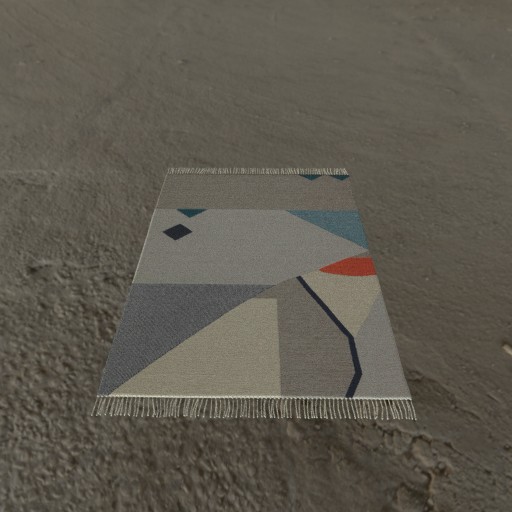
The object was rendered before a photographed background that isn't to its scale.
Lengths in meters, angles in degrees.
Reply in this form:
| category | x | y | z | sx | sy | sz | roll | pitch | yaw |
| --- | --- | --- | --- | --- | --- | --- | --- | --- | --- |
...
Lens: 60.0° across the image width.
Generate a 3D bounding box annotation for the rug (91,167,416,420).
| category | x | y | z | sx | sy | sz | roll | pitch | yaw |
| --- | --- | --- | --- | --- | --- | --- | --- | --- | --- |
| rug | 0.000 | 0.000 | 2.329 | 1.220 | 0.005 | 1.828 | 0 | 41 | 0 |
